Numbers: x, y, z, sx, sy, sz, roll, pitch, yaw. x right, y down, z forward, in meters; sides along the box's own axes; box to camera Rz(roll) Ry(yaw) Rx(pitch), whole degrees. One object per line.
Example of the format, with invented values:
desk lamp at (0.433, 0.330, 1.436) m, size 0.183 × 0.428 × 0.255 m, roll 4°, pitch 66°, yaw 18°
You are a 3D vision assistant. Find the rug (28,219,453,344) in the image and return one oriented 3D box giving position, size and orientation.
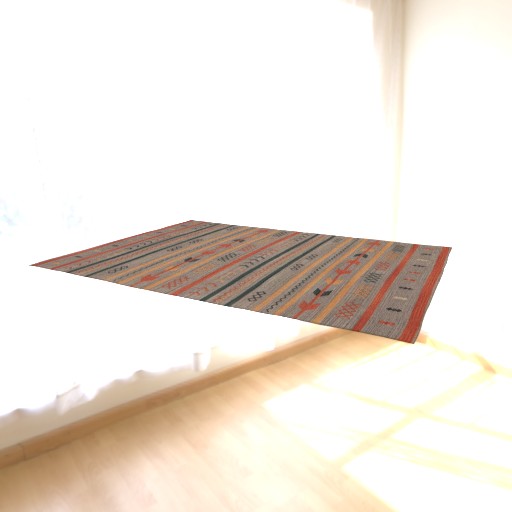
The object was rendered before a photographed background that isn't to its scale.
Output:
rug at (0.000, 0.000, 3.907) m, size 3.029 × 0.022 × 2.263 m, roll 8°, pitch 17°, yaw 27°
